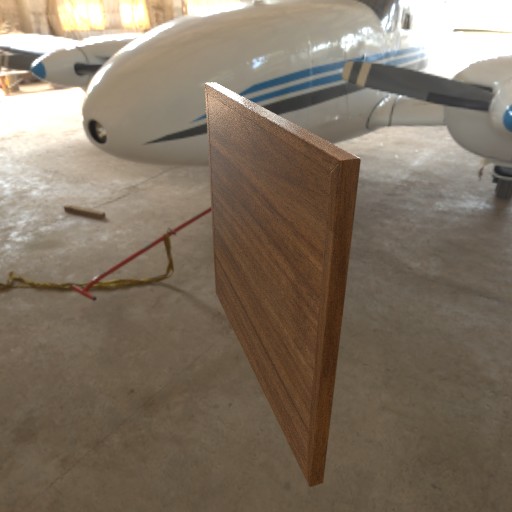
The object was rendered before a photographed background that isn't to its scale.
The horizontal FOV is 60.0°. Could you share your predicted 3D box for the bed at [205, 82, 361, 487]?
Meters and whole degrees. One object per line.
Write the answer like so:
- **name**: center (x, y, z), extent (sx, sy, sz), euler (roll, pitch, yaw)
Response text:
- **bed**: center (0.000, 0.000, 1.457), extent (0.043, 0.940, 1.041), euler (-10, 30, -17)
